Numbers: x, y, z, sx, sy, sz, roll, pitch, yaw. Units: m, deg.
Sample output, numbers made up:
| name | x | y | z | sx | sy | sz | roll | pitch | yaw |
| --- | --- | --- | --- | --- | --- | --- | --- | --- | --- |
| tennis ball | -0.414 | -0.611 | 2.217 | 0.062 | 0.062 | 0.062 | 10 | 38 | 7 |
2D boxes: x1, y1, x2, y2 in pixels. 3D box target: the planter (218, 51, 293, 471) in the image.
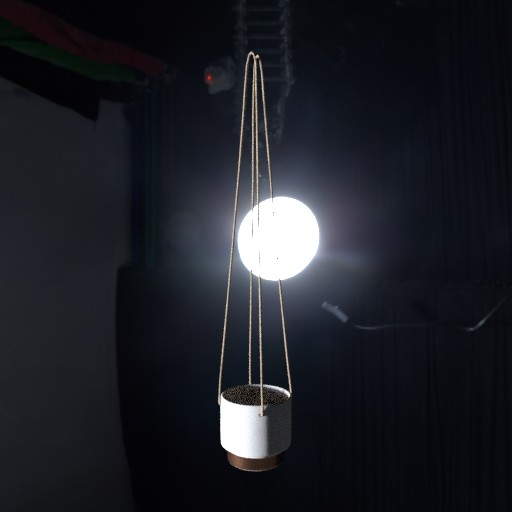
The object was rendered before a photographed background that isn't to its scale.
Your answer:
| name | x | y | z | sx | sy | sz | roll | pitch | yaw |
| --- | --- | --- | --- | --- | --- | --- | --- | --- | --- |
| planter | 0.000 | 0.000 | 0.922 | 0.146 | 0.841 | 0.146 | 0 | 0 | 36 |
